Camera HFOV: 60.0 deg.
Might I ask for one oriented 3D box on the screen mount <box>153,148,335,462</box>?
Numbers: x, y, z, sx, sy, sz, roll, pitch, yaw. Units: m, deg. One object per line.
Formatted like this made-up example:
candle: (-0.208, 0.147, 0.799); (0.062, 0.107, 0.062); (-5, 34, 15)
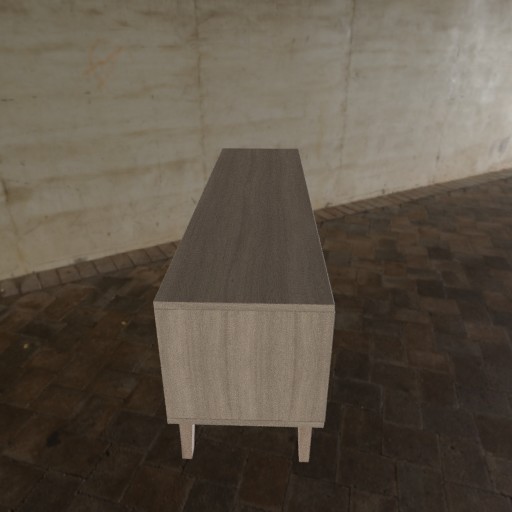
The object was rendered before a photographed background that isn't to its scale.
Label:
screen mount: (0.000, 0.000, 1.748); (0.401, 0.509, 1.500); (1, 26, 2)
